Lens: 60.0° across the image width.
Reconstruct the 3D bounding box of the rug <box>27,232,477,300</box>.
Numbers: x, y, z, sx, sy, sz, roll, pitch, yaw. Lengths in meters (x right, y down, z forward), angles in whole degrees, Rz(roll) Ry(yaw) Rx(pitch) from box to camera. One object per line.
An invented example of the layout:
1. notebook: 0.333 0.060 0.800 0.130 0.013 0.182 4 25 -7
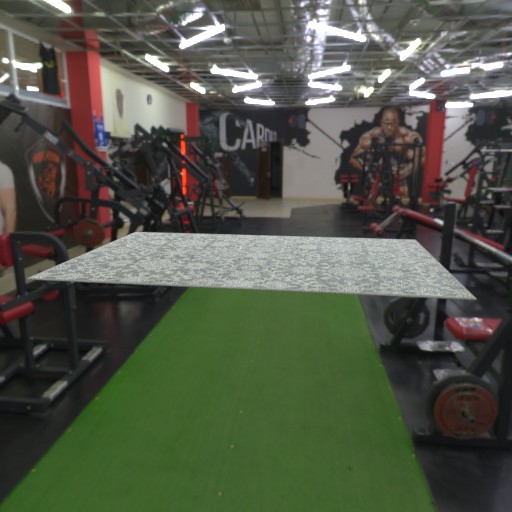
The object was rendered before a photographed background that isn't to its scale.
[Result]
1. rug: 0.000 0.000 3.092 2.430 0.010 1.515 2 13 8
